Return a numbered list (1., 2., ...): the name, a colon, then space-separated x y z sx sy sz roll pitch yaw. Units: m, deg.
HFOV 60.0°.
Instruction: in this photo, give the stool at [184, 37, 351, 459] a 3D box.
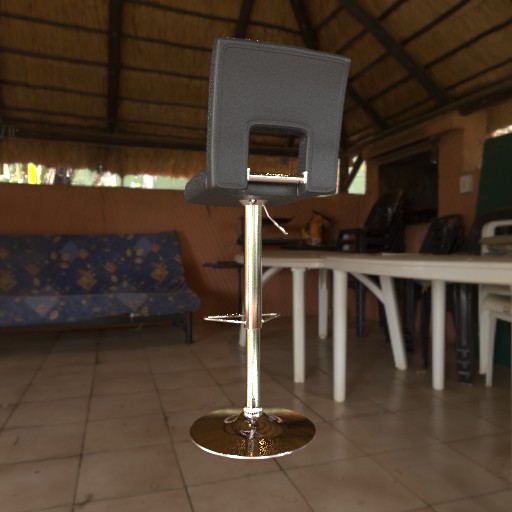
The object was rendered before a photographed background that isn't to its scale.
1. stool: 0.000 0.000 1.426 0.415 1.151 0.520 0 1 -19
